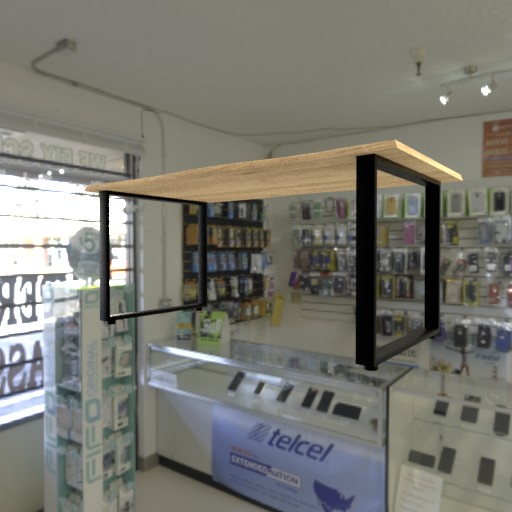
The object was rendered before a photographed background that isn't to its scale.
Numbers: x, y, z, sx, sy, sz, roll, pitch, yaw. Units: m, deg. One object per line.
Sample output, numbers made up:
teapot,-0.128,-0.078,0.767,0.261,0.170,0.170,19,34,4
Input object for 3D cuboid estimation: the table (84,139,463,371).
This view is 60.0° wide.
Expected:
table,0.000,0.000,2.313,1.800,0.780,0.900,1,1,38
